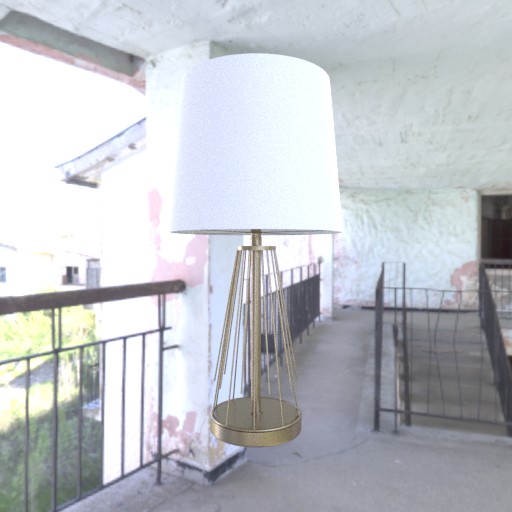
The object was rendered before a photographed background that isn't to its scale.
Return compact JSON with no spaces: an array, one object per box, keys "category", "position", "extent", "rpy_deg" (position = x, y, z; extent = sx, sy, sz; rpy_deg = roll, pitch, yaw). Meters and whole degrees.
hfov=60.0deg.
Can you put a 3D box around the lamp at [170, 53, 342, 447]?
[{"category":"lamp","position":[0.000,0.000,0.792],"extent":[0.303,0.618,0.303],"rpy_deg":[0,1,0]}]
